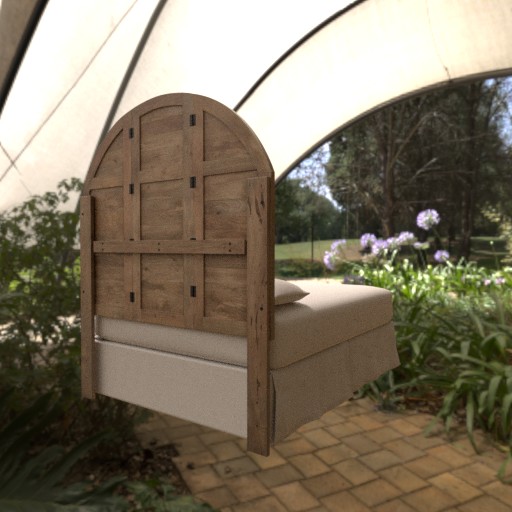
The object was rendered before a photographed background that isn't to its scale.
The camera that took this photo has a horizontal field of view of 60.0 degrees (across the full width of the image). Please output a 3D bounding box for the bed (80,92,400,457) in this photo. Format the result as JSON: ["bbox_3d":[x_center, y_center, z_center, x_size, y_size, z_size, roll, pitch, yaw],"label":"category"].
[{"bbox_3d":[0.000,0.000,3.573,1.713,2.002,2.112,1,2,35],"label":"bed"}]
